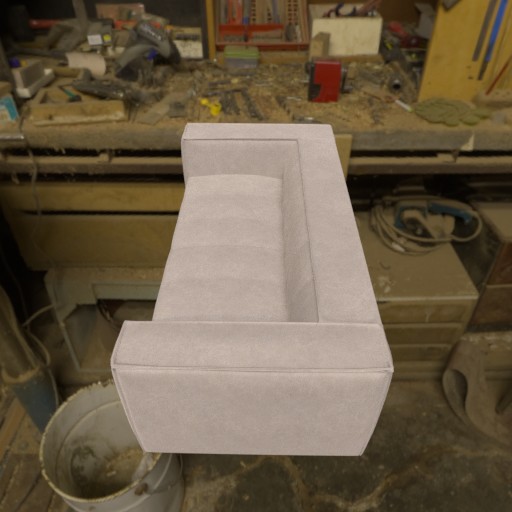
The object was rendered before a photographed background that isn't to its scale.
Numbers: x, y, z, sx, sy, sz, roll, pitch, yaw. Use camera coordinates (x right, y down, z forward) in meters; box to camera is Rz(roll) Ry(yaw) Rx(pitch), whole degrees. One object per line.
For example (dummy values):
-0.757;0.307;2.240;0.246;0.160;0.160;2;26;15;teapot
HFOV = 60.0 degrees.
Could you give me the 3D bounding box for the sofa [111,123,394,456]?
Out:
0.000;0.000;2.457;1.038;0.680;1.995;1;41;1;sofa
